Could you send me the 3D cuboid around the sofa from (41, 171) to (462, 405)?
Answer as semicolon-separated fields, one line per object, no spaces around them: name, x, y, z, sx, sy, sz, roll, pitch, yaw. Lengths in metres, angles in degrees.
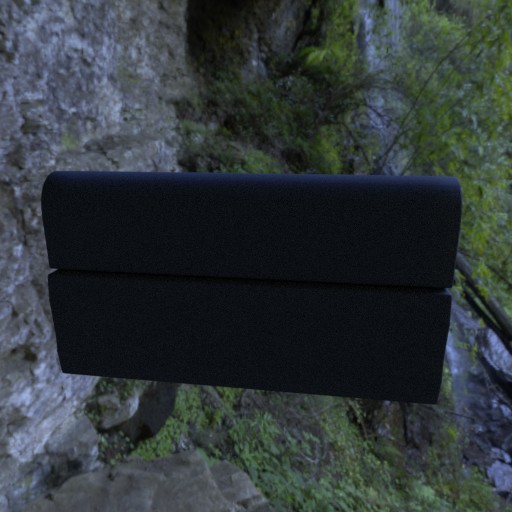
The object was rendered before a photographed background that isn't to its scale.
sofa;0.000;0.000;1.652;1.219;0.660;0.762;2;16;8
